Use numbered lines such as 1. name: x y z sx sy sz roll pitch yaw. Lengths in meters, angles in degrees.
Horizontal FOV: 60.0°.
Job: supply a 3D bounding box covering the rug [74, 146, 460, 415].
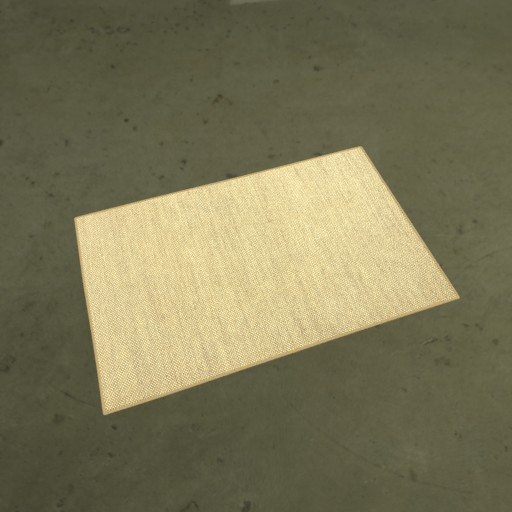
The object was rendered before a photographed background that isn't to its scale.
1. rug: 0.000 0.000 2.203 1.667 0.013 1.062 -16 59 -10
